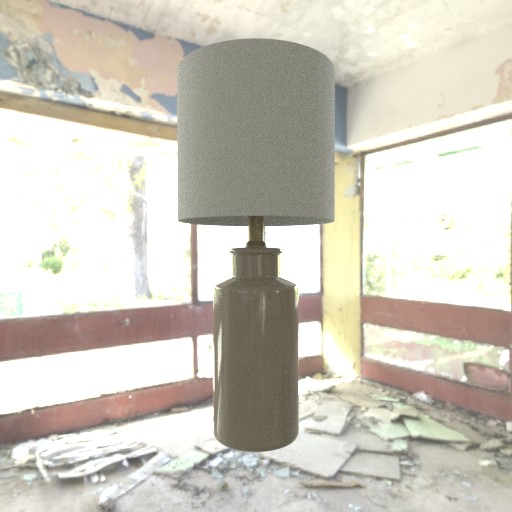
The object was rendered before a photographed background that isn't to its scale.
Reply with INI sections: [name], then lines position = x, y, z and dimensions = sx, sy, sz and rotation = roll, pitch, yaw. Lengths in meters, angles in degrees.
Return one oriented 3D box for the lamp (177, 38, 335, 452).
[lamp]
position = 0.000, 0.000, 0.607
dimensions = 0.212, 0.493, 0.212
rotation = 0, 0, 1
